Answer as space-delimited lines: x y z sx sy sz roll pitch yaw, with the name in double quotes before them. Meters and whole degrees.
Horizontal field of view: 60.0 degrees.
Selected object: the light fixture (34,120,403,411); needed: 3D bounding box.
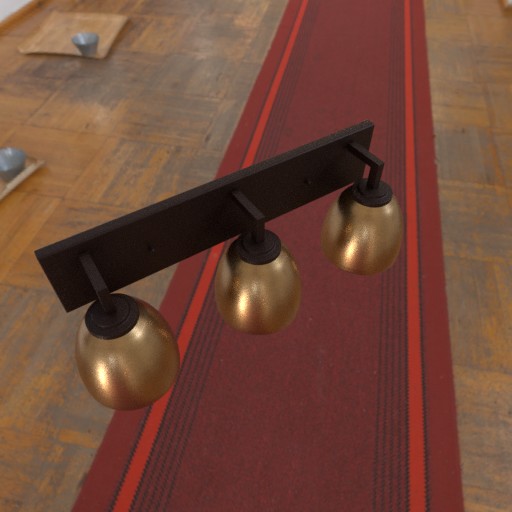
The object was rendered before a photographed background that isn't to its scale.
"light fixture" 0.000 0.000 0.666 0.582 0.204 0.157 -26 53 -21
